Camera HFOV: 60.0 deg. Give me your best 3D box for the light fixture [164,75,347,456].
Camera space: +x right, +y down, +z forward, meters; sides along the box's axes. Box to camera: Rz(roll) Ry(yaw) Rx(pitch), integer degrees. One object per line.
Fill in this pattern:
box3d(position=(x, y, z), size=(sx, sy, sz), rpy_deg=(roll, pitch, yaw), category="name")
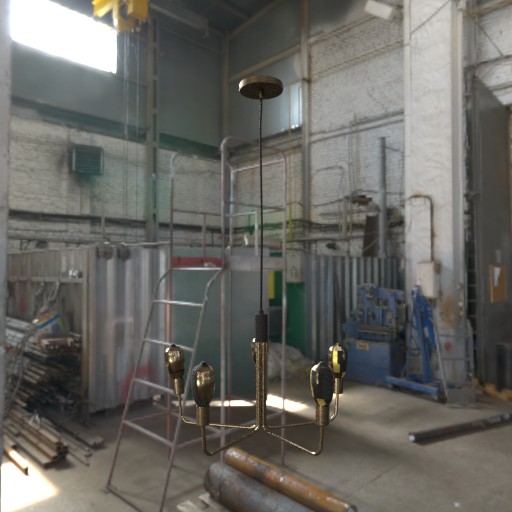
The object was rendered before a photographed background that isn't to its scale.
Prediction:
box3d(position=(0.000, 0.000, 1.380), size=(0.588, 1.059, 0.532), rpy_deg=(0, -2, 0), category="light fixture")
